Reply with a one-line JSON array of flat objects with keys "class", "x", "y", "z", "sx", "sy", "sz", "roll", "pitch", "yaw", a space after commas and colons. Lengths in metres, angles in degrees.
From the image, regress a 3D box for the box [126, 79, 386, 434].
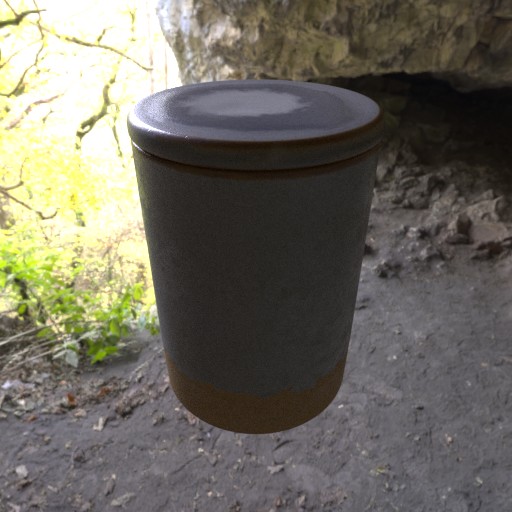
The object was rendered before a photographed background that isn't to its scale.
[{"class": "box", "x": 0.000, "y": 0.000, "z": 0.249, "sx": 0.118, "sy": 0.168, "sz": 0.118, "roll": 0, "pitch": 32, "yaw": 0}]
